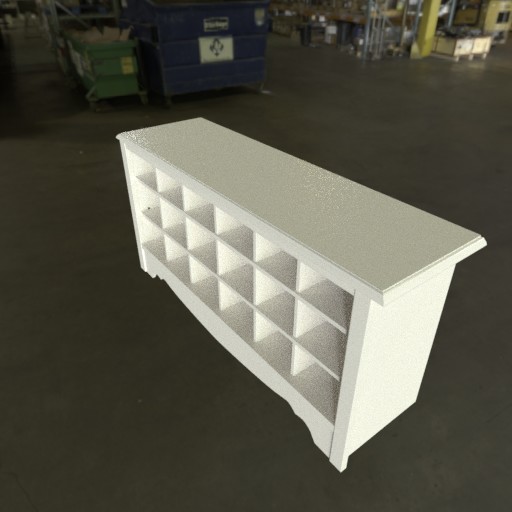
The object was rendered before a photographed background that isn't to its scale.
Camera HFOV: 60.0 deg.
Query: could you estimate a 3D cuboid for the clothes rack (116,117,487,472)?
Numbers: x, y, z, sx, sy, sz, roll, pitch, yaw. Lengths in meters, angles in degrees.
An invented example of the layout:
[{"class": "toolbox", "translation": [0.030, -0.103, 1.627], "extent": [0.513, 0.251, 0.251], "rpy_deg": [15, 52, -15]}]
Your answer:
[{"class": "clothes rack", "translation": [0.000, 0.000, 1.328], "extent": [0.324, 0.531, 1.120], "rpy_deg": [-22, 39, -31]}]
